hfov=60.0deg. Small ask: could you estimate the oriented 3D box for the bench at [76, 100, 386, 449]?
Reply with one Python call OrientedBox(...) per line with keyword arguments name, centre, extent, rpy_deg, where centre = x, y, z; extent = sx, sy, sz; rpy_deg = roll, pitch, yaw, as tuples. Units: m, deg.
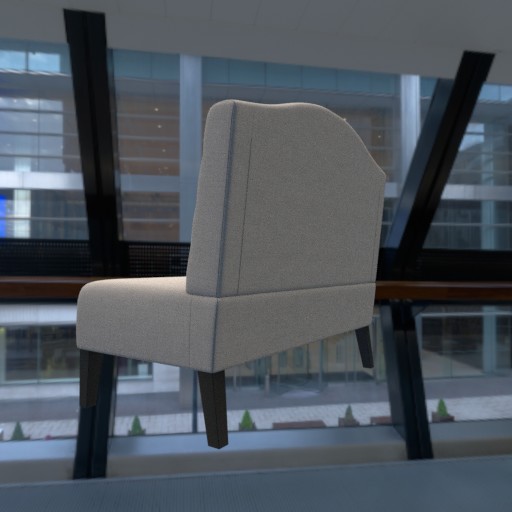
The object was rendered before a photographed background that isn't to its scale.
OrientedBox(name="bench", centre=(0.000, 0.000, 2.044), extent=(0.815, 1.180, 1.335), rpy_deg=(-1, -1, 35))
